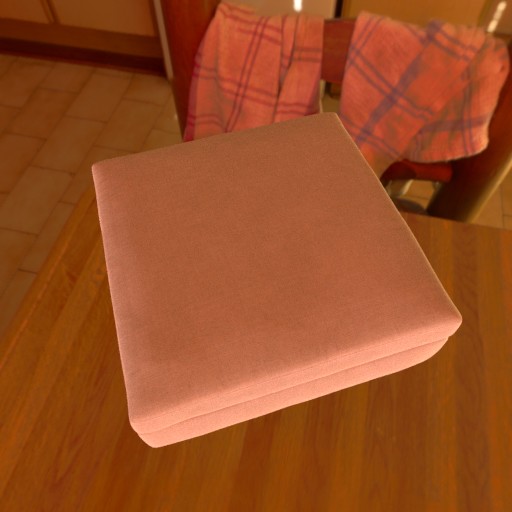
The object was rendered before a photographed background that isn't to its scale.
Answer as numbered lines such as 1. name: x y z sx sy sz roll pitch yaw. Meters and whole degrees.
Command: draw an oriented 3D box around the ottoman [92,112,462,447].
1. ottoman: 0.000 0.000 1.844 1.203 0.517 1.171 -15 58 -9
